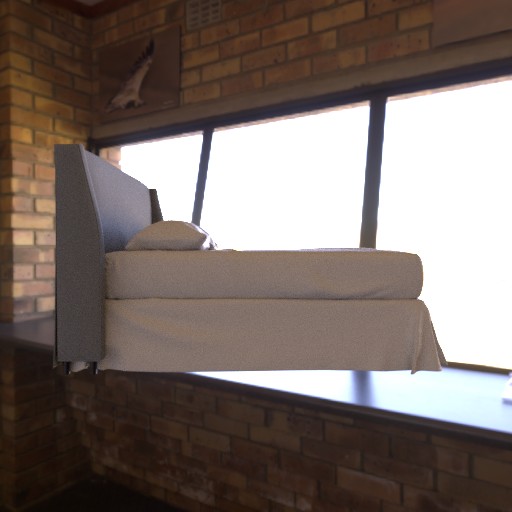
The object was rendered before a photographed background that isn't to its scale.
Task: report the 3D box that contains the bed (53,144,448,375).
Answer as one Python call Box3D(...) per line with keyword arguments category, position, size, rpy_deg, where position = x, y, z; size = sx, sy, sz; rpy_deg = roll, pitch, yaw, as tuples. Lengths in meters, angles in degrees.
Box3D(category="bed", position=(0.000, 0.000, 3.418), size=(2.276, 1.332, 1.925), rpy_deg=(0, 1, 0))
